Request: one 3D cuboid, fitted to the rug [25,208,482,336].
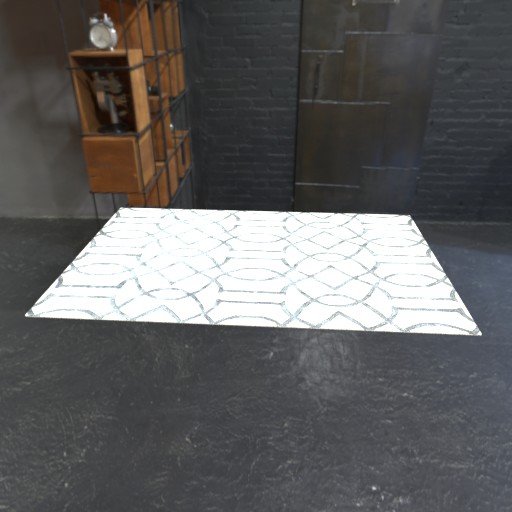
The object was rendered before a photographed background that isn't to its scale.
[{"bbox_3d":[0.000,0.000,2.948,2.365,0.017,1.521,2,28,3],"label":"rug"}]
